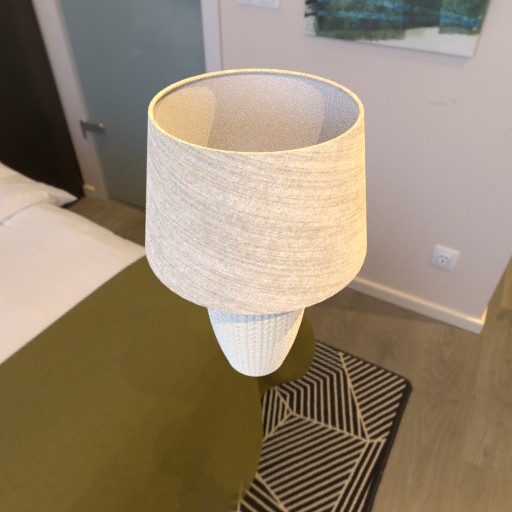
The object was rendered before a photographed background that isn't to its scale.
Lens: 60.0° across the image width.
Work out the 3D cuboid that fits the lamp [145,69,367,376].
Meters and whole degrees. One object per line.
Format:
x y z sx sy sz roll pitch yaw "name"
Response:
0.000 0.000 0.829 0.390 0.580 0.390 0 40 0 "lamp"
